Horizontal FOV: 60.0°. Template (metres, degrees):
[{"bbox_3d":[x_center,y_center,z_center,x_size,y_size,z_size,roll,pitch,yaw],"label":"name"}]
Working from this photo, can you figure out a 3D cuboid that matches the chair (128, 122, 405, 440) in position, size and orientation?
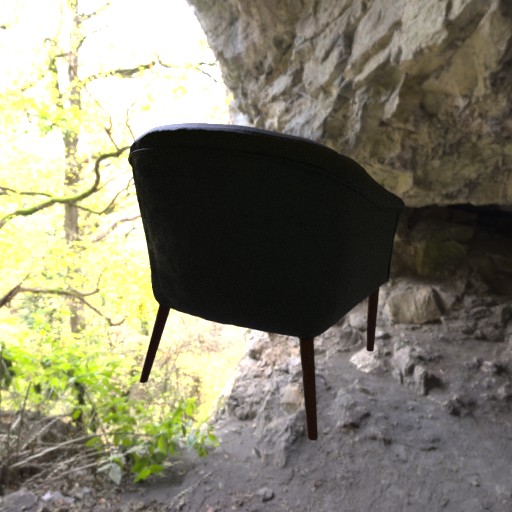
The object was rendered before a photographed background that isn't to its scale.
[{"bbox_3d":[0.000,0.000,1.530,0.851,0.885,0.776,9,19,26],"label":"chair"}]
